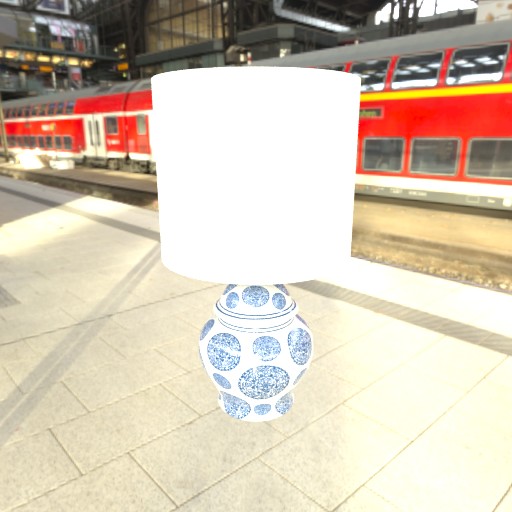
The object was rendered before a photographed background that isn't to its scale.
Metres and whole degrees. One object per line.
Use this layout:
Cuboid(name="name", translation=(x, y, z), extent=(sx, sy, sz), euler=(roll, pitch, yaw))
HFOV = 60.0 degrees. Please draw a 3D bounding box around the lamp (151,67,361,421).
Cuboid(name="lamp", translation=(0.000, 0.000, 0.516), extent=(0.215, 0.381, 0.215), euler=(-15, 21, -42))
